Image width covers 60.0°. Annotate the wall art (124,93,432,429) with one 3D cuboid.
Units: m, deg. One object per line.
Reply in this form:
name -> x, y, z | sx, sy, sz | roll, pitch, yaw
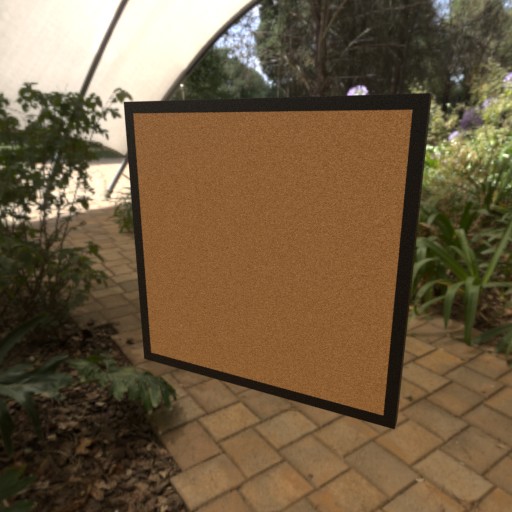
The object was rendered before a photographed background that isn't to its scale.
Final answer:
wall art -> 0.000, 0.000, 1.136 | 0.762, 0.762, 0.038 | 8, 18, 25
